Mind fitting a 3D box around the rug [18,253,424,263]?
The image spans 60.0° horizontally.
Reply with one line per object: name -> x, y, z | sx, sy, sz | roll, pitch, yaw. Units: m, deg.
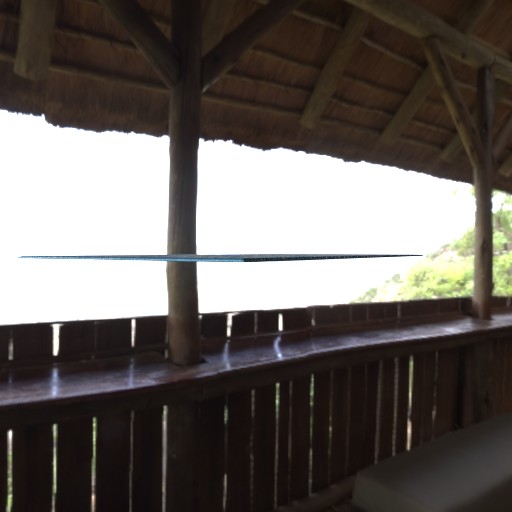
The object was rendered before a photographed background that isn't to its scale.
rug -> 0.000, 0.000, 3.476 | 1.830, 0.018, 2.769 | 0, 1, 35
